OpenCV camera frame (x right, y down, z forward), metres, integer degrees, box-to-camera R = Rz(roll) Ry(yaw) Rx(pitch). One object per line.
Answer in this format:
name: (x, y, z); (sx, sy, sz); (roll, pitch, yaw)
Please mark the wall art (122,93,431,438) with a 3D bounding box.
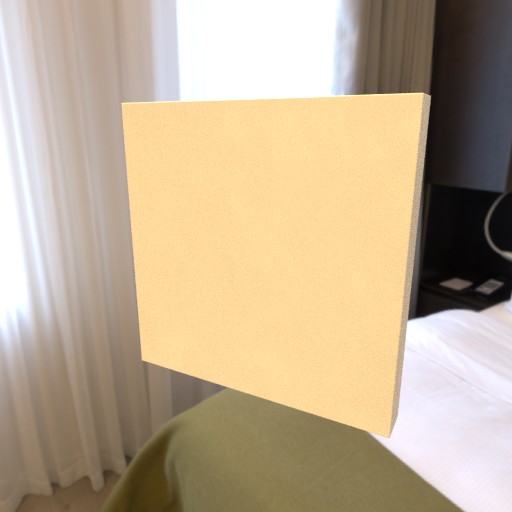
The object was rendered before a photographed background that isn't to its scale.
wall art: (0.000, 0.000, 0.459); (0.305, 0.305, 0.038); (9, 18, 27)
